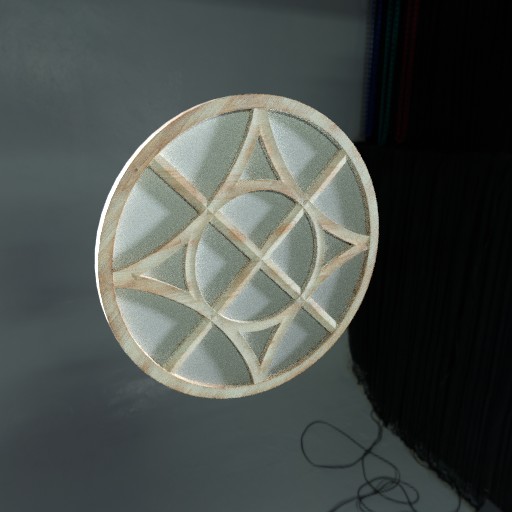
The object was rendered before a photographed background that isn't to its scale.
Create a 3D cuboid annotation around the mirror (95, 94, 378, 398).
[{"bbox_3d":[0.000,0.000,1.036,0.710,0.710,0.038,-8,18,-26],"label":"mirror"}]
